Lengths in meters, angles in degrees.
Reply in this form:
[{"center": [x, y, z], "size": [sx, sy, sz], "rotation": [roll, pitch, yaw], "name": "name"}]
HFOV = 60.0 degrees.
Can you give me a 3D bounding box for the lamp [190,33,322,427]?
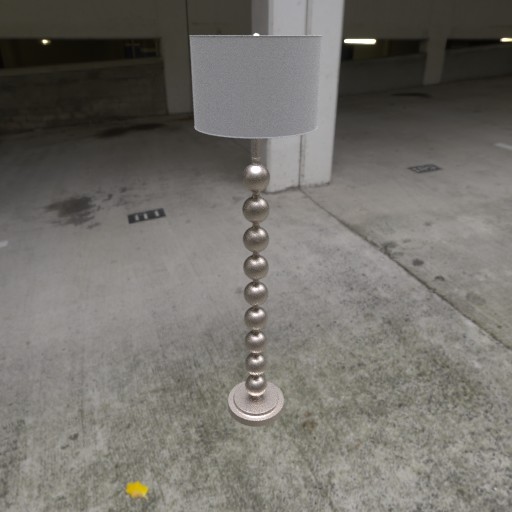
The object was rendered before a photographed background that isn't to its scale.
[{"center": [0.000, 0.000, 1.640], "size": [0.394, 1.474, 0.394], "rotation": [-9, 28, -17], "name": "lamp"}]
